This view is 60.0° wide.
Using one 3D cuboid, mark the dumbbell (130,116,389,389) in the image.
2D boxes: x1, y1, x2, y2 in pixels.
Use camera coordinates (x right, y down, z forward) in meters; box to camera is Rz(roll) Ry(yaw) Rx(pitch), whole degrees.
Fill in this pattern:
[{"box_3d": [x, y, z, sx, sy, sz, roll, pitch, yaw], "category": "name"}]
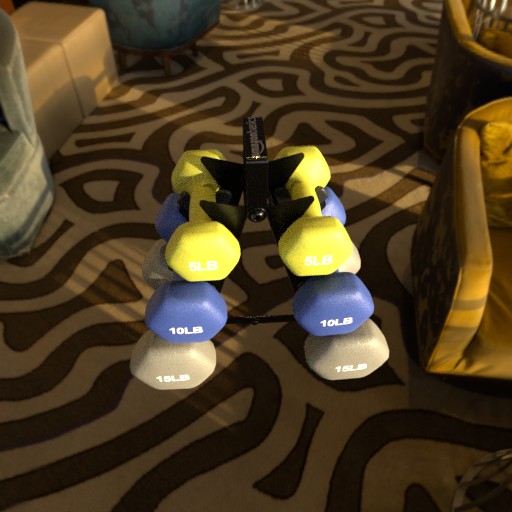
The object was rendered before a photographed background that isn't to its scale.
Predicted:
[{"box_3d": [0.000, 0.000, 0.684, 0.416, 0.426, 0.261, -3, 48, -2], "category": "dumbbell"}]
